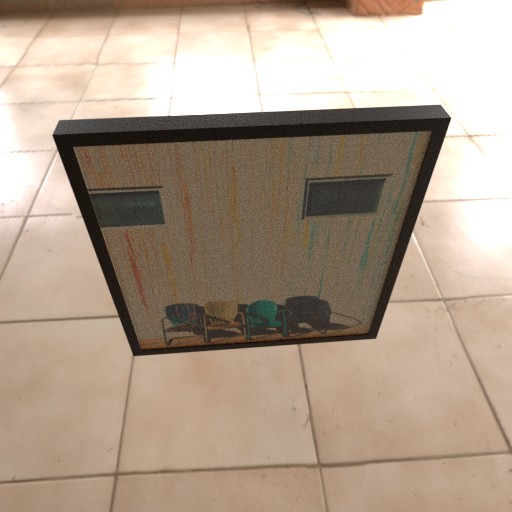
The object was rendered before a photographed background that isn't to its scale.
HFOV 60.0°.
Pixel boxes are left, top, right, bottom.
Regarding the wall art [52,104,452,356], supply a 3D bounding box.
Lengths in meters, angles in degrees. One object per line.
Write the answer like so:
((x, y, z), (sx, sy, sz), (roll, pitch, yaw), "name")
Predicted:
((0.000, 0.000, 0.753), (0.506, 0.506, 0.037), (-3, 46, -3), "wall art")
